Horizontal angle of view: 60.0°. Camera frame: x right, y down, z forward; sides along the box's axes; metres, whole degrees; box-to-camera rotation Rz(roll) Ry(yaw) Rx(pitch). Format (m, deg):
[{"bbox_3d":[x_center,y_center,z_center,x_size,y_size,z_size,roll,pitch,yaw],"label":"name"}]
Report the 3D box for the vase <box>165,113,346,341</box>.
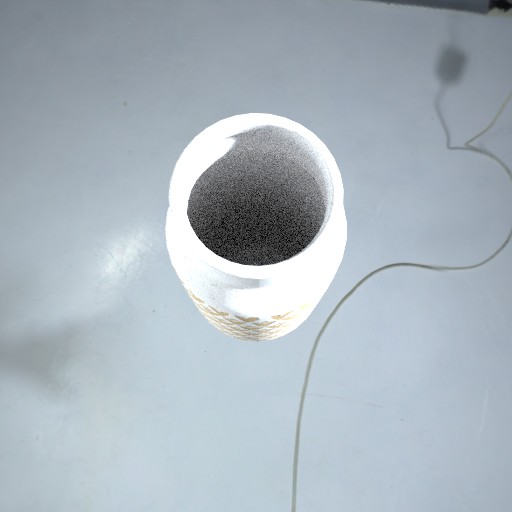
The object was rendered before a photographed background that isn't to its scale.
[{"bbox_3d":[0.000,0.000,0.377,0.137,0.307,0.137,0,77,0],"label":"vase"}]
